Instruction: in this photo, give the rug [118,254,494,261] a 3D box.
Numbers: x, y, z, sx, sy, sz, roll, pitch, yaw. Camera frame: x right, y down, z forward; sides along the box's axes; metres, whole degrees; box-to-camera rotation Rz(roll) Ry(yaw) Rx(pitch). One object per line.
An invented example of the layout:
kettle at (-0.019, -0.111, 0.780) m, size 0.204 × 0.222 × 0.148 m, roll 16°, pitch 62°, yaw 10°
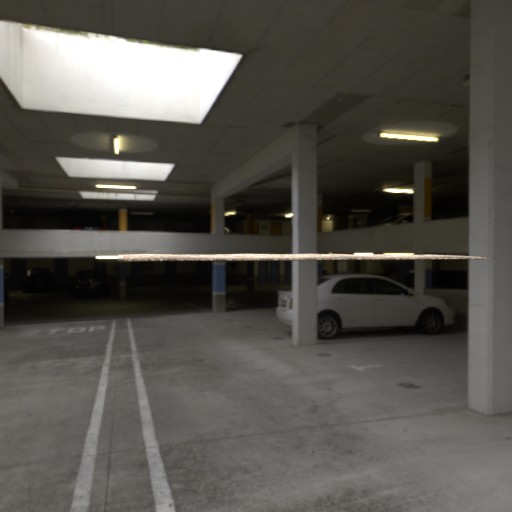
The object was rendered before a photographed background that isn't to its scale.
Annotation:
rug at (0.000, 0.000, 4.066) m, size 2.426 × 0.034 × 3.061 m, roll 0°, pitch 1°, yaw -17°
